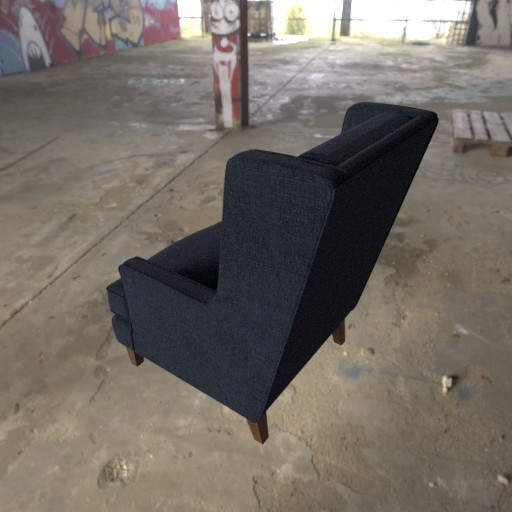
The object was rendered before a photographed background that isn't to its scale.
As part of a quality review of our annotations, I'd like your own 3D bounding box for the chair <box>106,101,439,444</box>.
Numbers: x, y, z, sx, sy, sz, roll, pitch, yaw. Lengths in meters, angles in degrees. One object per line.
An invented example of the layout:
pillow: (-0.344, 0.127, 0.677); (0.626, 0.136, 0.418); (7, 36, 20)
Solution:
chair: (0.000, 0.000, 1.692); (0.947, 1.072, 0.764); (20, 36, 30)
